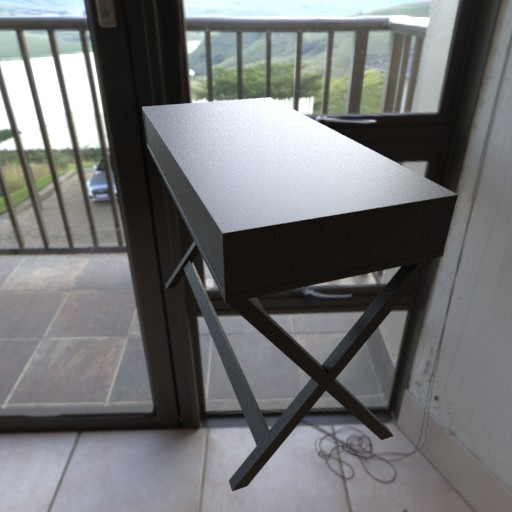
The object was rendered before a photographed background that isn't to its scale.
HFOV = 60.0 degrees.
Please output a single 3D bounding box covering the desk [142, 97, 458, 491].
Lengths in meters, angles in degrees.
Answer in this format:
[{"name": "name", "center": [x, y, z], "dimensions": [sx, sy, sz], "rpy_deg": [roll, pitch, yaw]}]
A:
[{"name": "desk", "center": [0.000, 0.000, 1.465], "dimensions": [0.504, 0.780, 1.057], "rpy_deg": [-10, 32, -17]}]
